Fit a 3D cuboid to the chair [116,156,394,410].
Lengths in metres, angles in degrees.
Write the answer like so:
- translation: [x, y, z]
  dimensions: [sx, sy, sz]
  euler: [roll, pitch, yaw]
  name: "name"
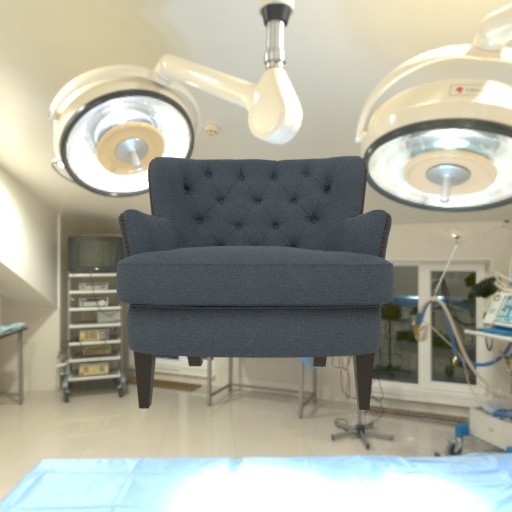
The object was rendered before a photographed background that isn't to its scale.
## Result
- translation: [0.000, 0.000, 1.558]
  dimensions: [0.848, 0.868, 0.906]
  euler: [0, 0, 1]
  name: "chair"
